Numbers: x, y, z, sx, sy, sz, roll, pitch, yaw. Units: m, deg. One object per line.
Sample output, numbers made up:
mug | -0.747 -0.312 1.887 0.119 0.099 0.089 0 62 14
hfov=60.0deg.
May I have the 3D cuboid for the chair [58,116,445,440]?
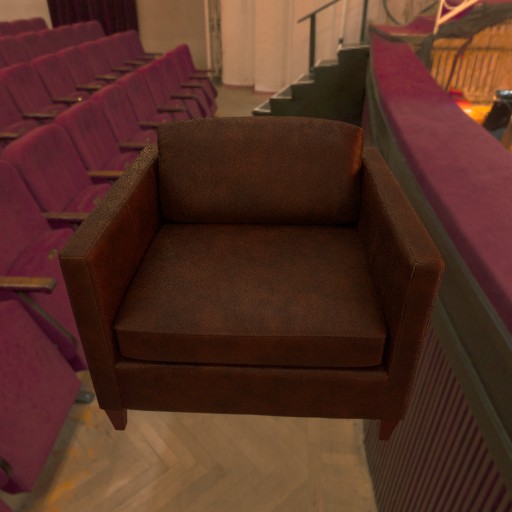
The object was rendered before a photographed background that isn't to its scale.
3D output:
chair | 0.000 0.000 1.641 0.990 0.864 0.975 1 31 2
